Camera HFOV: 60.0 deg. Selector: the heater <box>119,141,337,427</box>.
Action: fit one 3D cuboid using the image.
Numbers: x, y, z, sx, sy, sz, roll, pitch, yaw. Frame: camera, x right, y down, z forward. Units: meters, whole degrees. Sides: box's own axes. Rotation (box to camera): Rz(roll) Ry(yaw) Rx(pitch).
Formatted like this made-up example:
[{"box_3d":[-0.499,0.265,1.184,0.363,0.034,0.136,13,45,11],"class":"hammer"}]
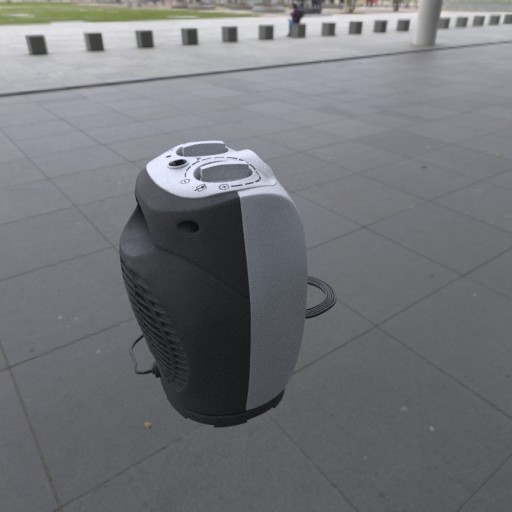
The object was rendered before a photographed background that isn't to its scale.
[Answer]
[{"box_3d":[0.000,0.000,0.478,0.291,0.255,0.239,-11,32,-18],"class":"heater"}]
